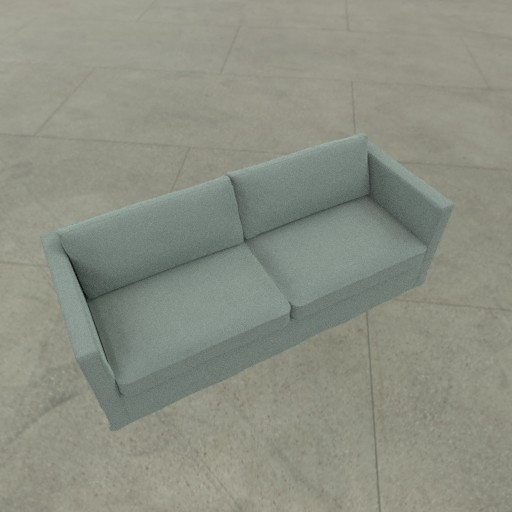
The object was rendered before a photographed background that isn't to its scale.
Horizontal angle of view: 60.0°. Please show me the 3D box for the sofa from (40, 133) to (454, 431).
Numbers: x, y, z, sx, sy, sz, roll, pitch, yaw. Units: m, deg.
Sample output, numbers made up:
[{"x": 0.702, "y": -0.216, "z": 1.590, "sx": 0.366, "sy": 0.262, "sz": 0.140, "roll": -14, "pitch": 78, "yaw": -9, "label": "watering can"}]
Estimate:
[{"x": 0.000, "y": 0.000, "z": 2.794, "sx": 2.312, "sy": 0.853, "sz": 0.962, "roll": -21, "pitch": 49, "yaw": -19, "label": "sofa"}]
